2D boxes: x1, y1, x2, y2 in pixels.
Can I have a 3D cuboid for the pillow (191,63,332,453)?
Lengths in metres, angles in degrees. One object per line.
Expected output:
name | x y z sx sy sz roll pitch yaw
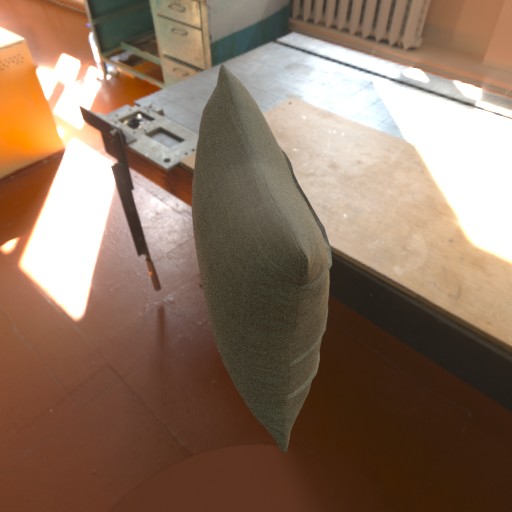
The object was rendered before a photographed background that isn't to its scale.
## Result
pillow | 0.000 0.000 0.646 0.169 0.400 0.424 -9 46 -9
